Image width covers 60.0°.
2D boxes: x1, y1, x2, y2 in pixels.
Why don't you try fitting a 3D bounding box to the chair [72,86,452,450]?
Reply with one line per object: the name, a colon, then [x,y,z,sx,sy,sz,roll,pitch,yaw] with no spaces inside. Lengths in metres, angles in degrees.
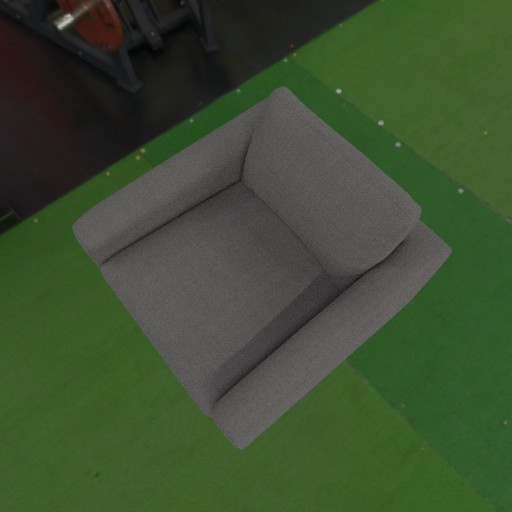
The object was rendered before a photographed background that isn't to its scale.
chair: [0.000,0.000,1.877,1.100,0.847,1.070,-36,69,-17]
